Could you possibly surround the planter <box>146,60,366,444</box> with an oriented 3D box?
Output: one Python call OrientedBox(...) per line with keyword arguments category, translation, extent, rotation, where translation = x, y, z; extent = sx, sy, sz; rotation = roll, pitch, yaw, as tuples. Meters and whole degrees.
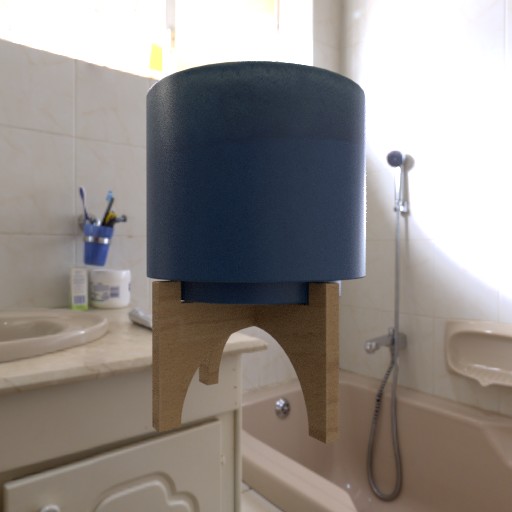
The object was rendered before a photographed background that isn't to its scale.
OrientedBox(category="planter", translation=(0.000, 0.000, 0.544), extent=(0.261, 0.367, 0.261), rotation=(0, 0, 0))
